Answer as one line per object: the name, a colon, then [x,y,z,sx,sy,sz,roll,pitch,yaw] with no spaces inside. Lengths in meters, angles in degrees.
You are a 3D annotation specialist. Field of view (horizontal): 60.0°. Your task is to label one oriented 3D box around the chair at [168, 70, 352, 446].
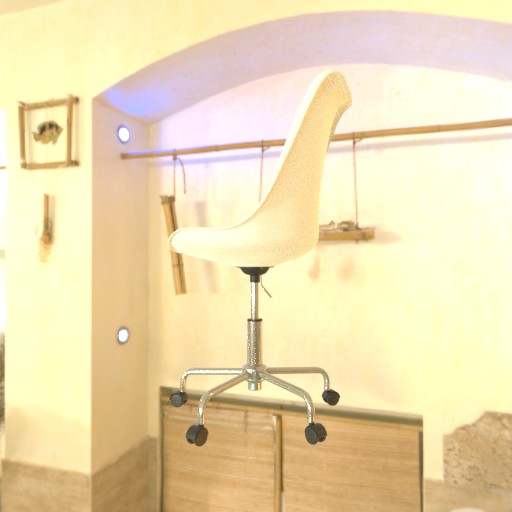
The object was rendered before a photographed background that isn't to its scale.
chair: [0.000,0.000,1.305,0.550,0.930,0.550,0,0,18]
